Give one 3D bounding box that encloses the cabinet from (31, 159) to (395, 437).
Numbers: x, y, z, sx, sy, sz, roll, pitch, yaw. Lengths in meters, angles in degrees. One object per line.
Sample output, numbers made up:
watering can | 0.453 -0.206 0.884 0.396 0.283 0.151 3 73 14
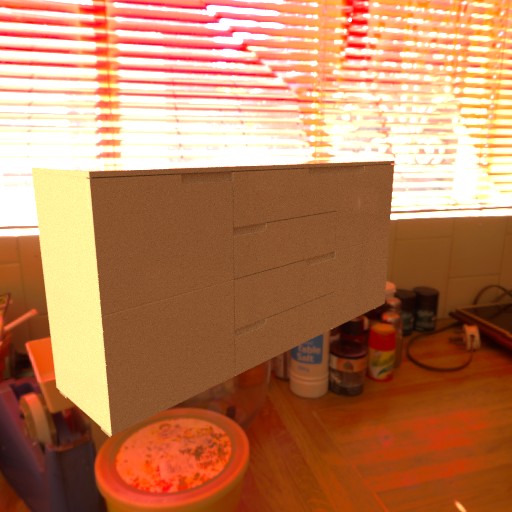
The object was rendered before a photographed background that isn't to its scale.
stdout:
cabinet | 0.000 0.000 1.950 0.400 0.800 1.650 13 18 43
